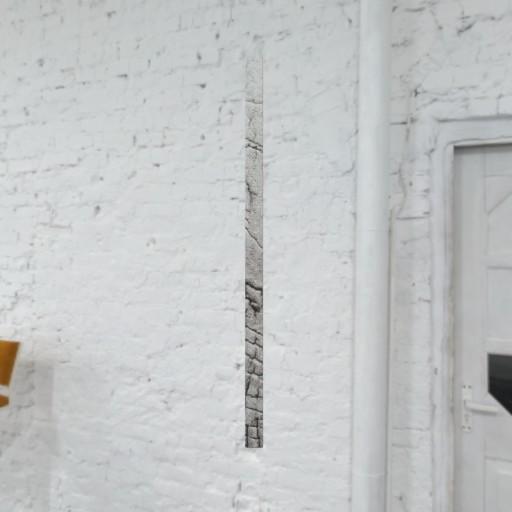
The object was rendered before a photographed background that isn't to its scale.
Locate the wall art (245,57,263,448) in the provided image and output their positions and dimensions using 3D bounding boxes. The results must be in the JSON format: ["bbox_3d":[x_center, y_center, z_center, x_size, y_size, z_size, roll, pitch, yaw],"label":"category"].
[{"bbox_3d":[0.000,0.000,1.429,0.035,0.758,1.141,0,-1,0],"label":"wall art"}]
